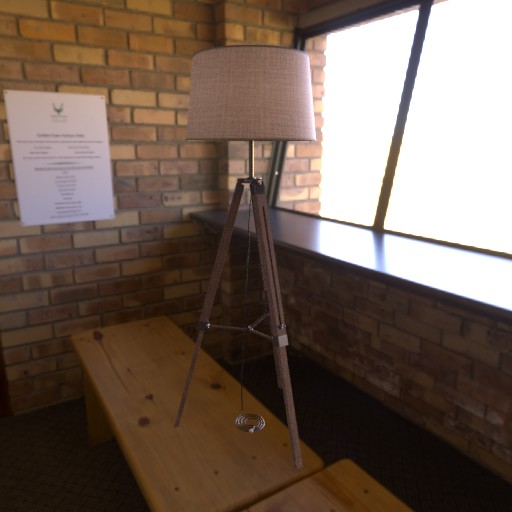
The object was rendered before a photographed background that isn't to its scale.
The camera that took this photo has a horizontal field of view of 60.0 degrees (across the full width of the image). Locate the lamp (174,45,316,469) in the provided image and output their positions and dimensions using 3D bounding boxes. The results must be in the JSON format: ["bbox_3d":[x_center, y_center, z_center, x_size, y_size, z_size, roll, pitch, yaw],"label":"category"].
[{"bbox_3d":[0.000,0.000,1.838,0.604,1.510,0.587,7,15,25],"label":"lamp"}]
